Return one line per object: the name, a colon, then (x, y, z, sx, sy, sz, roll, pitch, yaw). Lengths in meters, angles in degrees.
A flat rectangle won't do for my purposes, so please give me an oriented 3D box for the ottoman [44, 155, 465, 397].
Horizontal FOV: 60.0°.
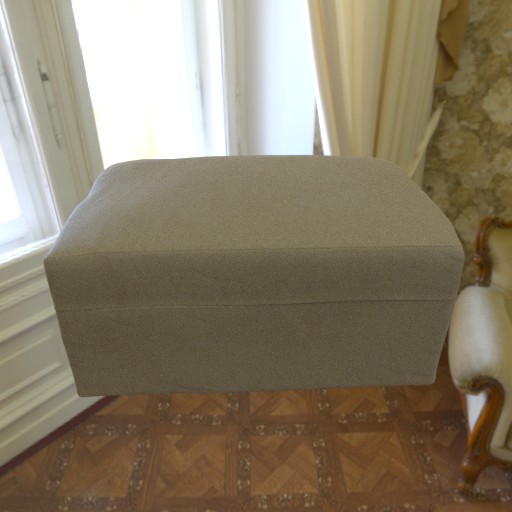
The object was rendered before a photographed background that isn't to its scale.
ottoman: (0.000, 0.000, 1.191, 0.872, 0.444, 0.590, -1, 31, -2)
